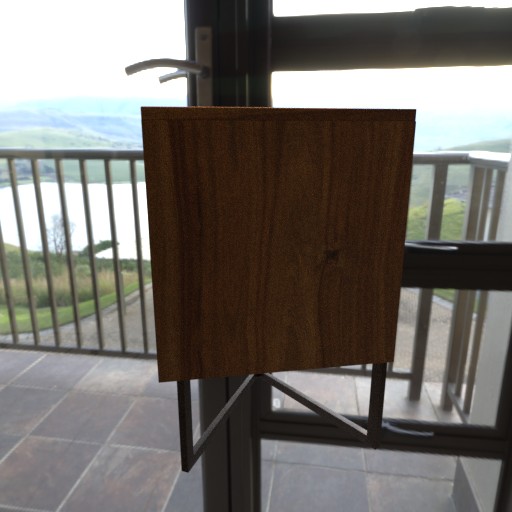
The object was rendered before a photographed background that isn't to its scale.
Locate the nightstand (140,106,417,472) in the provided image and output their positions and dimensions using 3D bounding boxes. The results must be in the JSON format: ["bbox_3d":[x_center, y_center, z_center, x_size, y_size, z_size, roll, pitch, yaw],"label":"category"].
[{"bbox_3d":[0.000,0.000,1.016,0.427,0.615,0.613,-3,16,-9],"label":"nightstand"}]
